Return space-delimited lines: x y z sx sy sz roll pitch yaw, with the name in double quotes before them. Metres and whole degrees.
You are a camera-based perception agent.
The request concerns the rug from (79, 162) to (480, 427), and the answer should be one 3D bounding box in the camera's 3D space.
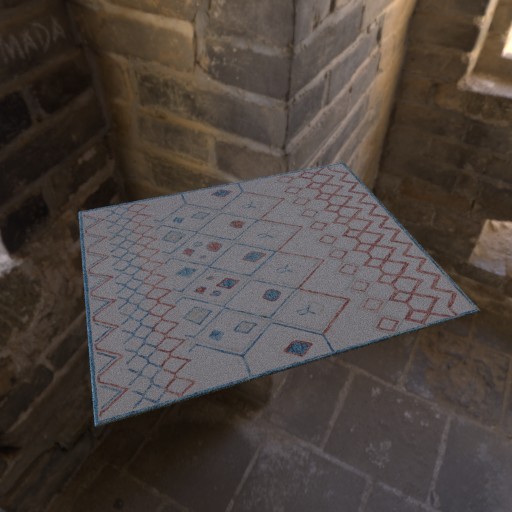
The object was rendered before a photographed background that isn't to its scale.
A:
"rug" 0.000 0.000 4.103 3.050 0.016 2.441 -13 44 -14
